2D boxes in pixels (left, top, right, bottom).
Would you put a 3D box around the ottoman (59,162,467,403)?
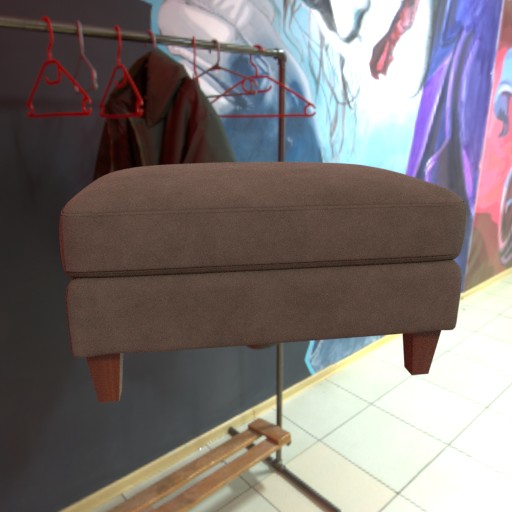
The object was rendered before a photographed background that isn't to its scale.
[{"bbox_3d":[0.000,0.000,1.191,0.864,0.483,0.584,-3,17,-8],"label":"ottoman"}]
